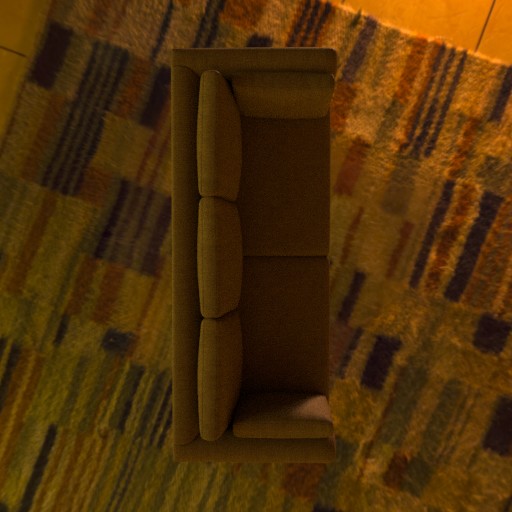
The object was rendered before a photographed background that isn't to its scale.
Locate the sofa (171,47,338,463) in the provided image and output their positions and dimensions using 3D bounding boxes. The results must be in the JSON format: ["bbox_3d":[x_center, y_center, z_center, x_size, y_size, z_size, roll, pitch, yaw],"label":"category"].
[{"bbox_3d":[0.000,0.000,2.882,0.969,0.867,2.415,0,91,1],"label":"sofa"}]
